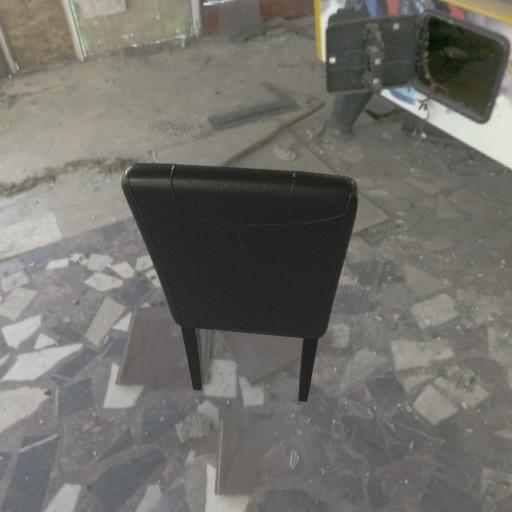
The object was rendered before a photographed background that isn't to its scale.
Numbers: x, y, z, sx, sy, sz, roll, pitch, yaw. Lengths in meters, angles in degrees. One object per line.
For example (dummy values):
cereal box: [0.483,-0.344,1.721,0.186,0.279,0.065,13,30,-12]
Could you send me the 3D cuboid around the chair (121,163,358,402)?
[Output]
chair: [0.000,0.000,1.209,0.399,0.897,0.556,5,45,5]
